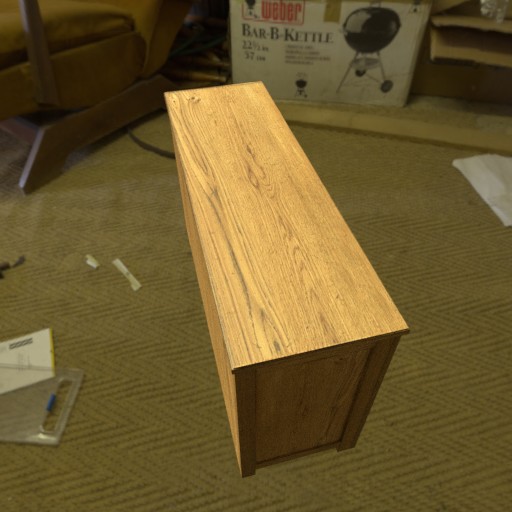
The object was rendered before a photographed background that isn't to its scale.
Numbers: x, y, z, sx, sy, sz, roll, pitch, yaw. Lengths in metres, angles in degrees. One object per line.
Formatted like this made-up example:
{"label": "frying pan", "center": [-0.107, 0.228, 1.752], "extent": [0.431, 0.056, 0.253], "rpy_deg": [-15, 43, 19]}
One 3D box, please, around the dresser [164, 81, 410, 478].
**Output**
{"label": "dresser", "center": [0.000, 0.000, 2.130], "extent": [0.563, 0.932, 1.657], "rpy_deg": [-11, 47, -10]}
